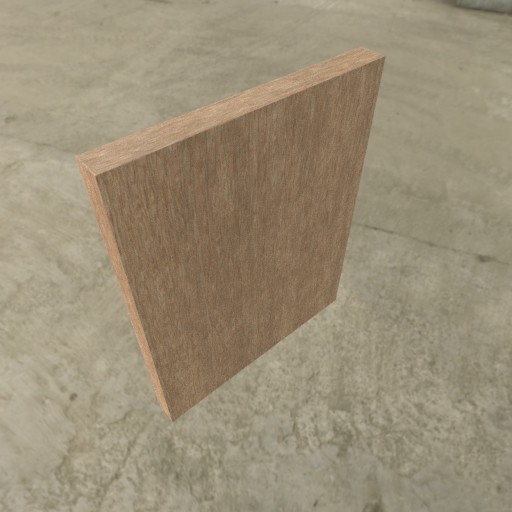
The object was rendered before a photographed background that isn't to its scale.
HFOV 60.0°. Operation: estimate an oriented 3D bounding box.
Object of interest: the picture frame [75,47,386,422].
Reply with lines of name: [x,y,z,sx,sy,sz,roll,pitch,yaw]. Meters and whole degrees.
picture frame: [0.000,0.000,0.703,0.424,0.526,0.043,-31,53,-27]
